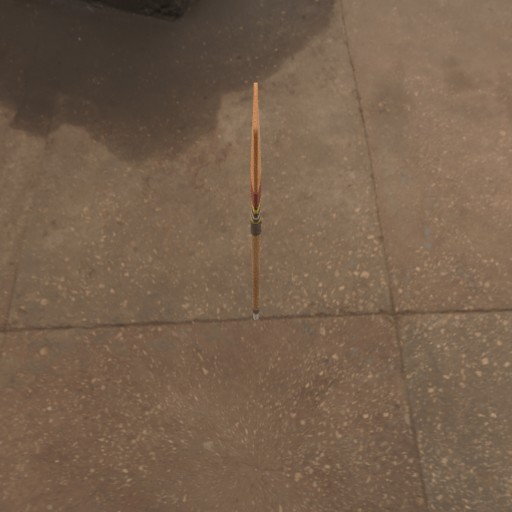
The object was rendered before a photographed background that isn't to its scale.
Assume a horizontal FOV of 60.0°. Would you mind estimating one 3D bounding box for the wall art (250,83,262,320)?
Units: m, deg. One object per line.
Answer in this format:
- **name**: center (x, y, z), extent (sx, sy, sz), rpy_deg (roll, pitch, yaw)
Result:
- **wall art**: center (0.000, 0.000, 1.689), extent (0.038, 1.556, 0.146), rpy_deg (0, 64, 0)
